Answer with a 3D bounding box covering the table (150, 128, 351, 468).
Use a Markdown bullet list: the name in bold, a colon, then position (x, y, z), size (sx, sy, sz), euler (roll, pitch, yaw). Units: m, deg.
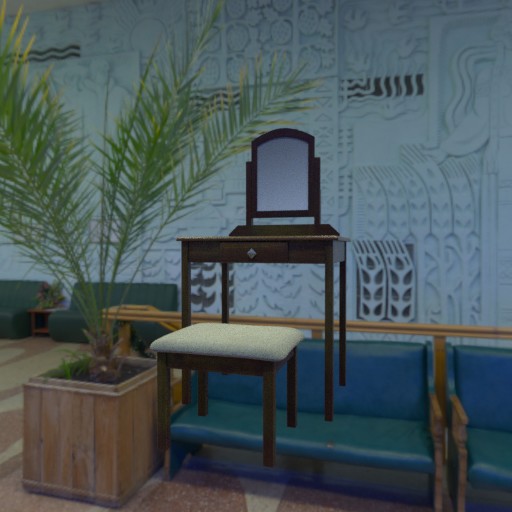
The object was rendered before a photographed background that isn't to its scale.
- **table**: position (0.000, 0.000, 2.342), size (0.876, 1.631, 1.211), euler (0, 1, 18)
